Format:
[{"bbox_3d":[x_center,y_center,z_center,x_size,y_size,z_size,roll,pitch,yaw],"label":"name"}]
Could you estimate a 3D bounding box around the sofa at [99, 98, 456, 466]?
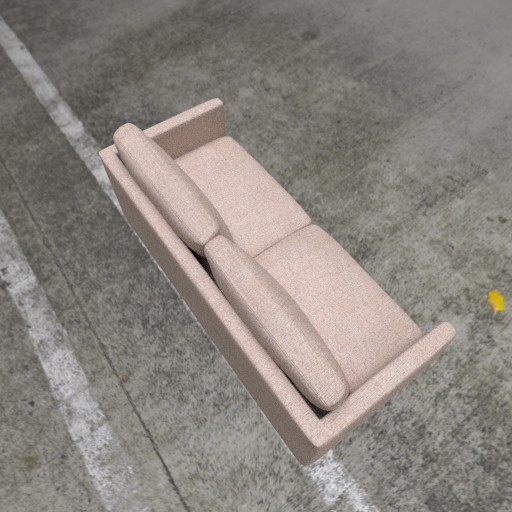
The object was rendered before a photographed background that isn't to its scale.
[{"bbox_3d":[0.000,0.000,2.742,0.951,0.965,2.208,-32,63,-18],"label":"sofa"}]
